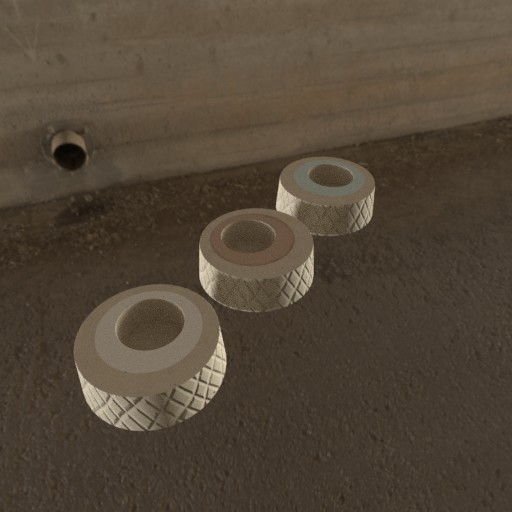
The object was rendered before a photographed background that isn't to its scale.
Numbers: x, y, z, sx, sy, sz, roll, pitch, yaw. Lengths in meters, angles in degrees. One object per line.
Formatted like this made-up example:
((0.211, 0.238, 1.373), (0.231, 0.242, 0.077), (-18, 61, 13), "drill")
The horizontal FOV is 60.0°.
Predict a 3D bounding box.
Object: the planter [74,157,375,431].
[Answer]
((0.000, 0.000, 0.430), (0.114, 0.038, 0.390), (25, 46, 26), "planter")
